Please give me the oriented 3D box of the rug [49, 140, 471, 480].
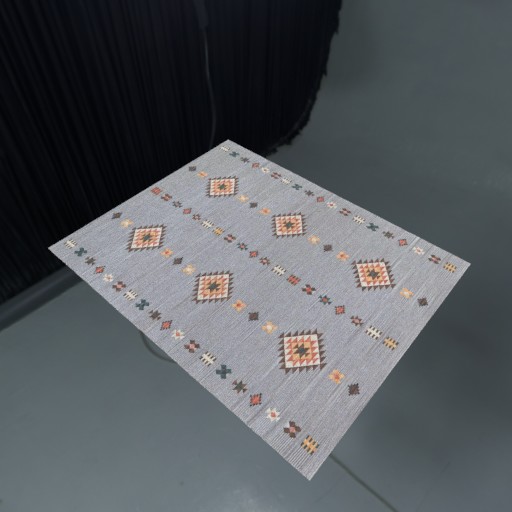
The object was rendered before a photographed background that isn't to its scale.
[{"bbox_3d":[0.000,0.000,4.070,3.035,0.008,2.425,33,55,27],"label":"rug"}]
